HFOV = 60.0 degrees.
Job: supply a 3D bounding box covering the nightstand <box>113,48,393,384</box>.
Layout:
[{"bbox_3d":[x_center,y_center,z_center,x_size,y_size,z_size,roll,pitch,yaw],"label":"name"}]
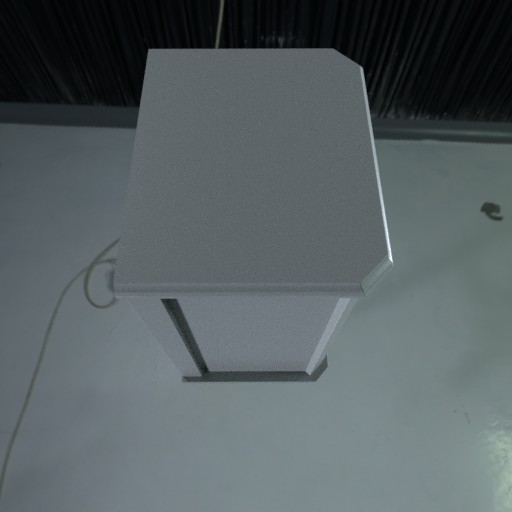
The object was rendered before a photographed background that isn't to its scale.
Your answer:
[{"bbox_3d":[0.000,0.000,0.931,0.348,0.680,0.435,0,64,0],"label":"nightstand"}]
